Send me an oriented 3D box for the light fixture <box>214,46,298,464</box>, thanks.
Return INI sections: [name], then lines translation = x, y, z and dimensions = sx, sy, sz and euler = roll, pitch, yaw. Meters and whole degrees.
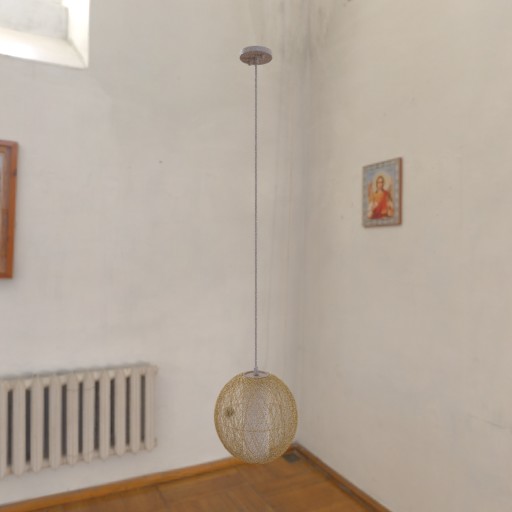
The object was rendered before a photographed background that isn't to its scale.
[light fixture]
translation = 0.000, 0.000, 2.149
dimensions = 0.407, 1.955, 0.406
euler = 0, 1, 18
